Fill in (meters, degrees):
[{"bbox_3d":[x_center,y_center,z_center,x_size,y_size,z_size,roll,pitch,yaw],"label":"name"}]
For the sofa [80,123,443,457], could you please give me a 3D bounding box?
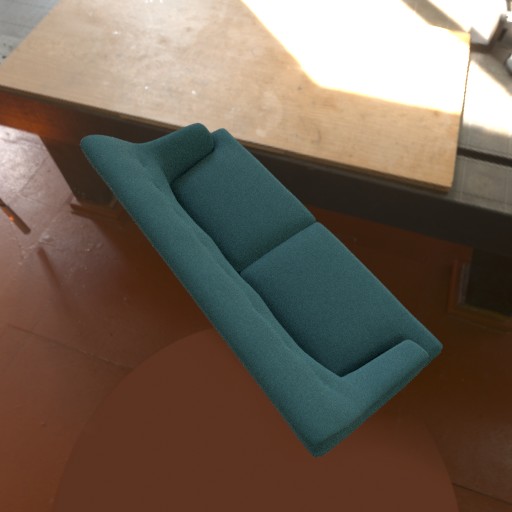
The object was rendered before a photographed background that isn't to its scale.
[{"bbox_3d":[0.000,0.000,2.539,0.978,0.871,2.057,-33,65,-18],"label":"sofa"}]
